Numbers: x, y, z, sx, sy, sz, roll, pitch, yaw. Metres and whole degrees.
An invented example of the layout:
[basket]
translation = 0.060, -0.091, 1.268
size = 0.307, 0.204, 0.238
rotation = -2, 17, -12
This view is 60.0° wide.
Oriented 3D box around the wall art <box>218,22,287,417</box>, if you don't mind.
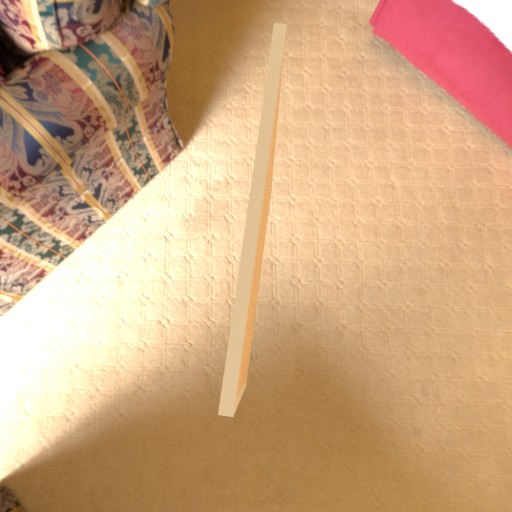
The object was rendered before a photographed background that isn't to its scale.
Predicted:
[wall art]
translation = 0.000, 0.000, 0.629
size = 0.013, 0.456, 0.382
rotation = 7, 77, 2
